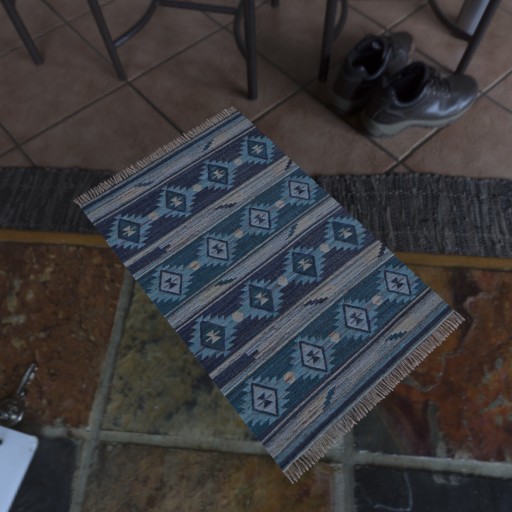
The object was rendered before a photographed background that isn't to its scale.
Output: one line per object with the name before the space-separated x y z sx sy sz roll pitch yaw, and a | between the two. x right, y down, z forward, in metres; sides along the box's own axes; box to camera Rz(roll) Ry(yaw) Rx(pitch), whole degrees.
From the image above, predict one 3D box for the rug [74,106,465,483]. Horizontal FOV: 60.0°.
rug | 0.000 0.000 2.425 1.181 0.028 1.936 -36 69 -17
